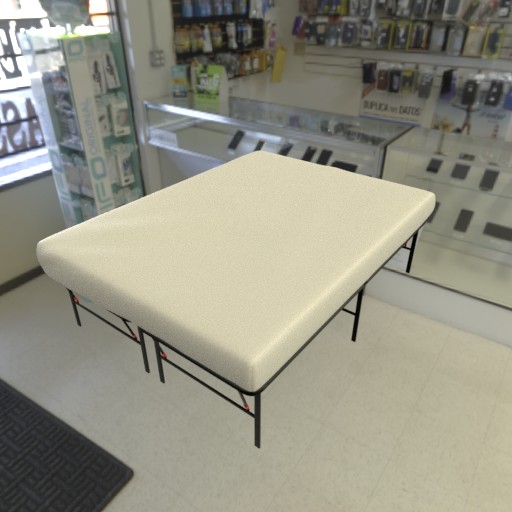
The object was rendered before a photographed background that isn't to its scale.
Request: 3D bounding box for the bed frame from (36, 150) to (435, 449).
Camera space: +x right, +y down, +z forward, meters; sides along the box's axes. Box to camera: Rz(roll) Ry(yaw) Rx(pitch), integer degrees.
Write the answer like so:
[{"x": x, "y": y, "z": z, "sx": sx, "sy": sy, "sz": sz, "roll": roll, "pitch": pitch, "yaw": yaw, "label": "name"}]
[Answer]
[{"x": 0.000, "y": 0.000, "z": 2.915, "sx": 1.584, "sy": 0.667, "sz": 2.151, "roll": 22, "pitch": 38, "yaw": 31, "label": "bed frame"}]
